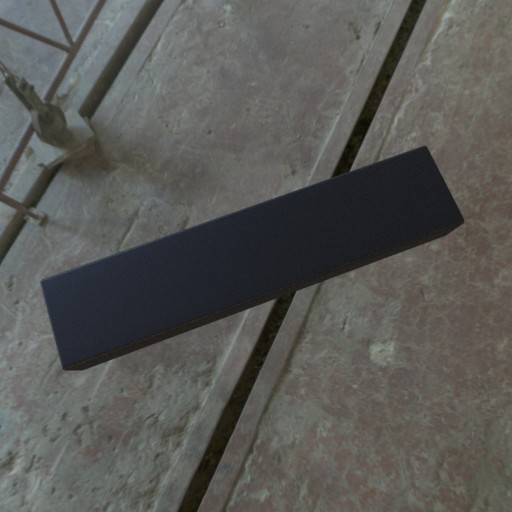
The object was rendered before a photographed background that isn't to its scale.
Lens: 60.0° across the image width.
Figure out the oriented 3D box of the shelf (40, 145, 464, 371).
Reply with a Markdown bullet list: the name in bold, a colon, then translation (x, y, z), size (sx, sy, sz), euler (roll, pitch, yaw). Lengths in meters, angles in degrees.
- **shelf**: translation (0.000, 0.000, 0.505), size (0.456, 0.053, 0.102), euler (-20, 77, -5)
